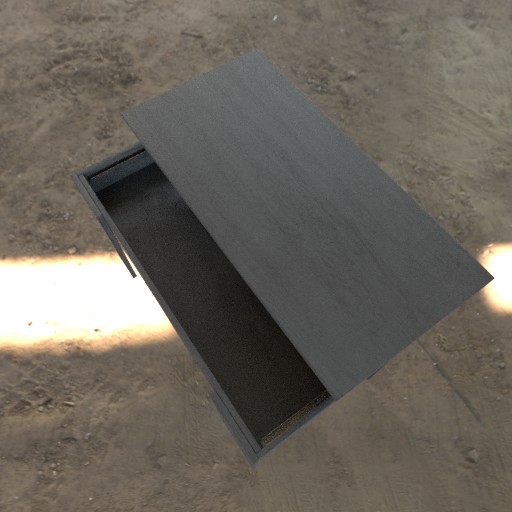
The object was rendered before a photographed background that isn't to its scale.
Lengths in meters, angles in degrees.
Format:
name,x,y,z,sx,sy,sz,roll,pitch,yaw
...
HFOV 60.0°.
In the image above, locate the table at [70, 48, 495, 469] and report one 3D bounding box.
name,x,y,z,sx,sy,sz,roll,pitch,yaw
table,0.000,0.000,1.416,0.711,0.570,1.000,-32,67,-15
